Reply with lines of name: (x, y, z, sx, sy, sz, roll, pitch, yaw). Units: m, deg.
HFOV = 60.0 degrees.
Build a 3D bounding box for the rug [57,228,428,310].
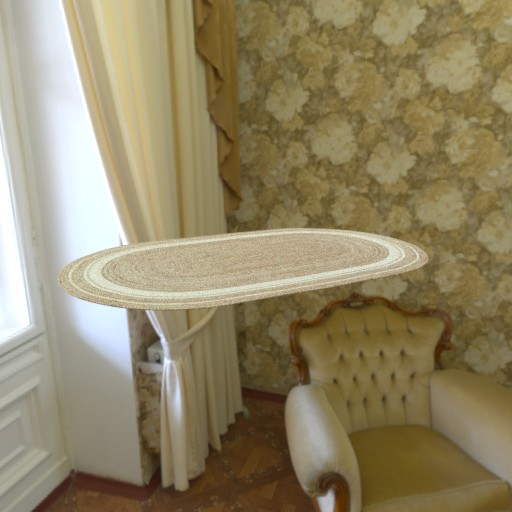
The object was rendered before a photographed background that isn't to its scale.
rug: (0.000, 0.000, 2.950, 2.432, 0.006, 1.520, -7, 16, -26)
